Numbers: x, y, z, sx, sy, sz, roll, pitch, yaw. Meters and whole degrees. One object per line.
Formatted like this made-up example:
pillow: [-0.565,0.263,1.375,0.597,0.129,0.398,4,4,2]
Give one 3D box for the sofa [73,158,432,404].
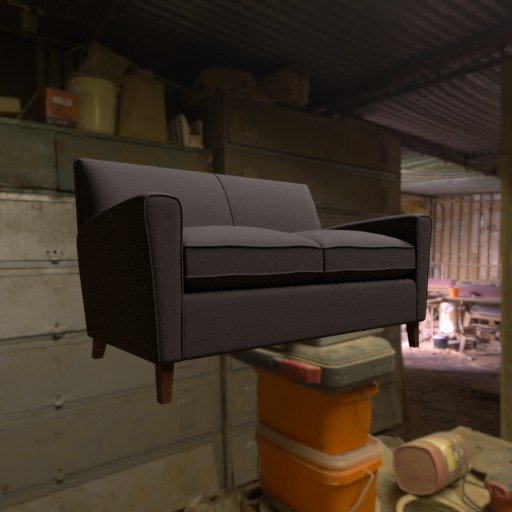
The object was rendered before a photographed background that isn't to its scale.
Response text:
sofa: [0.000,0.000,1.991,1.420,0.846,0.871,-1,1,-37]
